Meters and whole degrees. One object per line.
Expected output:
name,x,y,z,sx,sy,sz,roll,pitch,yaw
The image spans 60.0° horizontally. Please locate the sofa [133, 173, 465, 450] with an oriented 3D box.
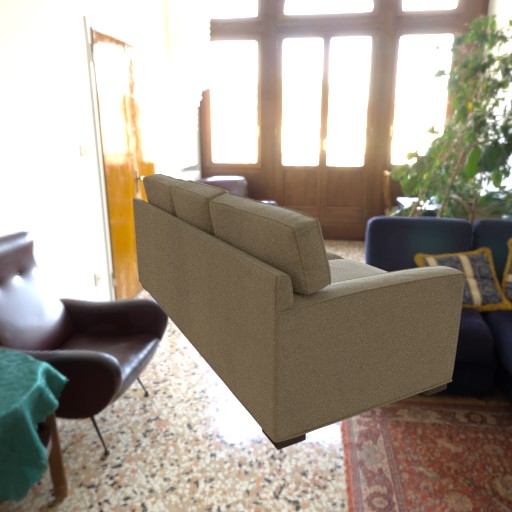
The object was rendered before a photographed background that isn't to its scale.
sofa,0.000,0.000,2.579,0.936,0.862,2.093,-8,17,-26
